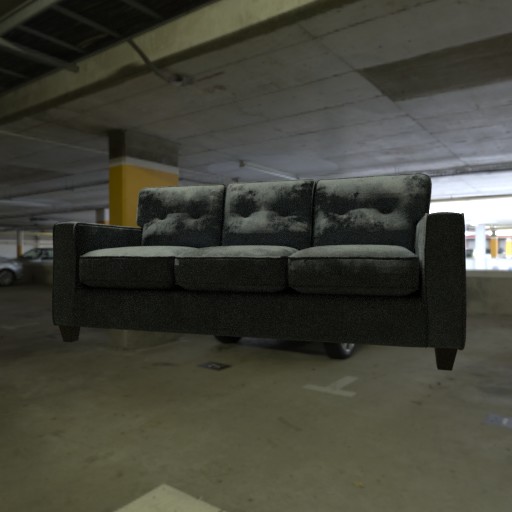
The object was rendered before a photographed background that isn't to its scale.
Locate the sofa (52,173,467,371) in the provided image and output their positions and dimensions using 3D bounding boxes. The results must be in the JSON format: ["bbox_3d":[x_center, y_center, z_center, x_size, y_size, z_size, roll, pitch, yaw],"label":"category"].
[{"bbox_3d":[0.000,0.000,2.571,2.133,0.965,0.939,0,0,18],"label":"sofa"}]
